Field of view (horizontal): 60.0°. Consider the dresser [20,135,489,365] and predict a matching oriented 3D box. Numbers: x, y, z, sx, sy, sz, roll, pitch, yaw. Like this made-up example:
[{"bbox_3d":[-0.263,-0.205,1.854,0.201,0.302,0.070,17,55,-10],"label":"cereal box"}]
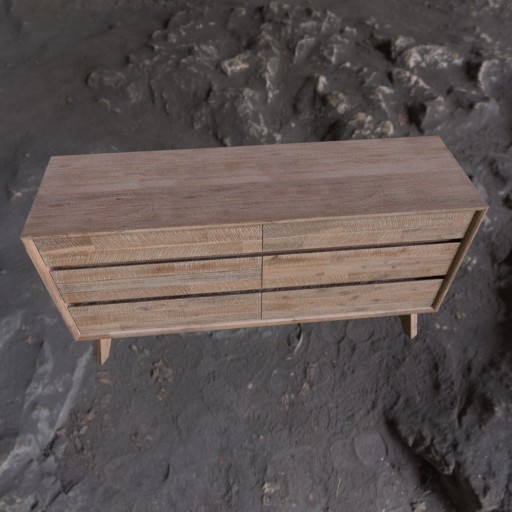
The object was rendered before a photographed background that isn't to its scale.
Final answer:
[{"bbox_3d":[0.000,0.000,1.907,1.554,0.805,0.455,-4,47,-4],"label":"dresser"}]
